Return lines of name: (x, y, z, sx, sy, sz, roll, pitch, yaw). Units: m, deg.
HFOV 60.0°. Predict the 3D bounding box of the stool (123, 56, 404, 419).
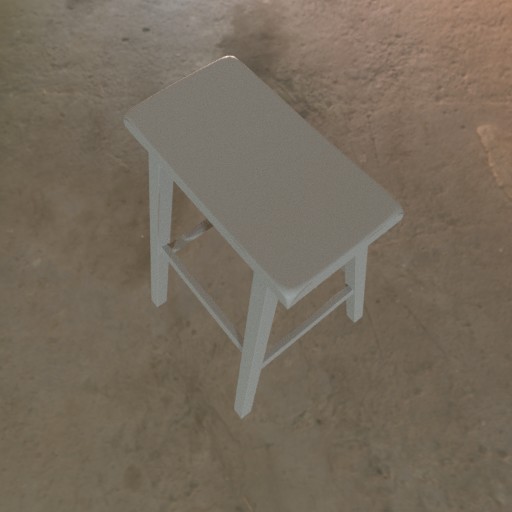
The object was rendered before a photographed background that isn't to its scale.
stool: (0.000, 0.000, 1.052, 0.476, 0.737, 0.457, -36, 69, -16)
